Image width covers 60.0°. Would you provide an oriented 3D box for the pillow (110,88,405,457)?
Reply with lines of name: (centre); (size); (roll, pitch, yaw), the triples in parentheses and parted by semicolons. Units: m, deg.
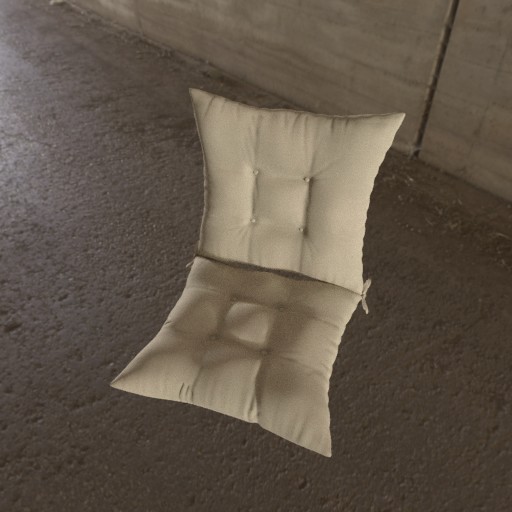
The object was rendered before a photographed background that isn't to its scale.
pillow: (0.000, 0.000, 0.998); (0.541, 0.536, 0.585); (12, 42, 14)
